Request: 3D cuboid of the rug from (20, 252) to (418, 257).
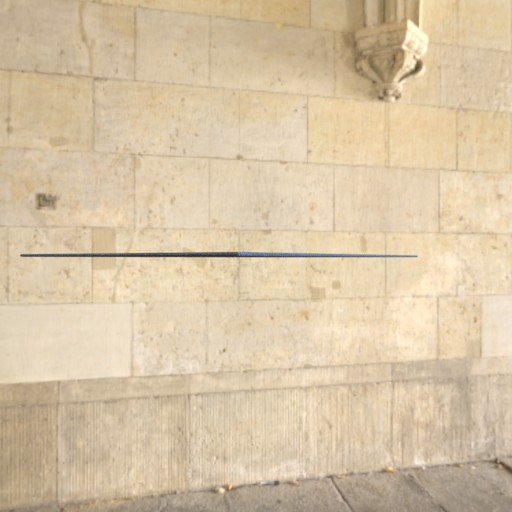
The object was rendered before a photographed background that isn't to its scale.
[{"bbox_3d":[0.000,0.000,3.045,1.526,0.015,2.441,0,0,35],"label":"rug"}]
